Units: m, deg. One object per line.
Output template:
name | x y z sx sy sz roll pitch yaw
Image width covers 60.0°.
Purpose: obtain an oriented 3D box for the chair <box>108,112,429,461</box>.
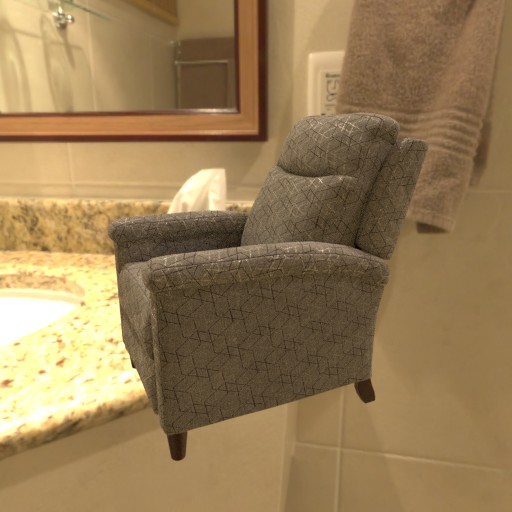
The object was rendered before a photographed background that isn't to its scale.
chair | 0.000 0.000 1.698 0.987 1.048 0.753 -8 18 -25
